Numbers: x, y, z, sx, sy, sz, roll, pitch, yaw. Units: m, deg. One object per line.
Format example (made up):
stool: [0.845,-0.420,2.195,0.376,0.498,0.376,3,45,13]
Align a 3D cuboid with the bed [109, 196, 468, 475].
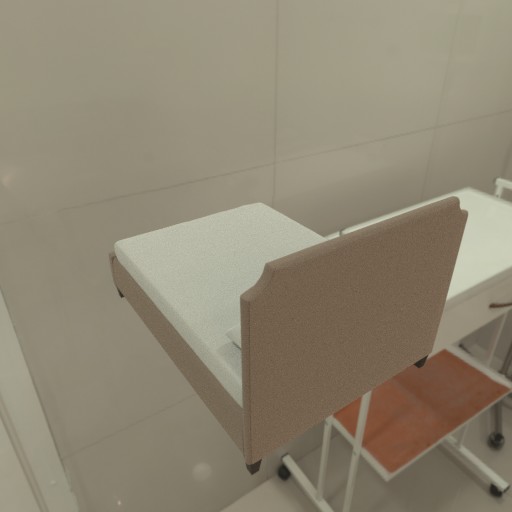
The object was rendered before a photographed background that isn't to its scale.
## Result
bed: [0.000,0.000,3.510,1.713,1.443,2.372,-19,35,-30]
